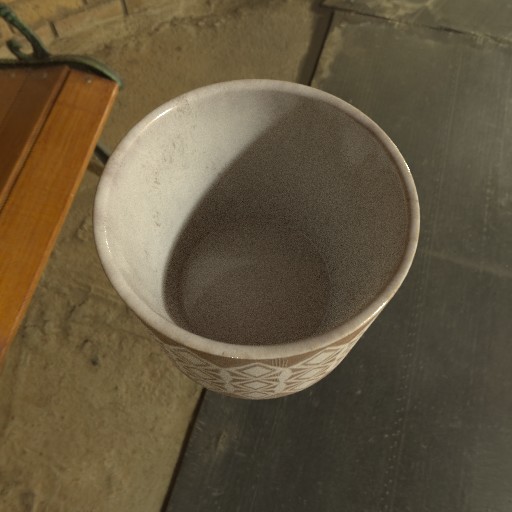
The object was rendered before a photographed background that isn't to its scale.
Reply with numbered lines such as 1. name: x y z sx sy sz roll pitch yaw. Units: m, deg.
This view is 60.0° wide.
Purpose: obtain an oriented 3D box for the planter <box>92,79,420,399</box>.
1. planter: 0.000 0.000 0.338 0.193 0.165 0.193 0 64 0
